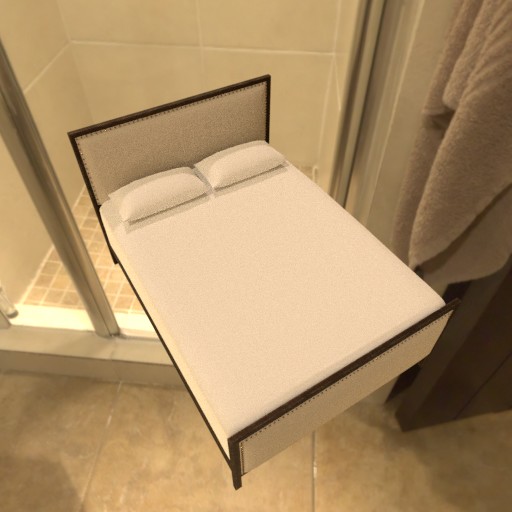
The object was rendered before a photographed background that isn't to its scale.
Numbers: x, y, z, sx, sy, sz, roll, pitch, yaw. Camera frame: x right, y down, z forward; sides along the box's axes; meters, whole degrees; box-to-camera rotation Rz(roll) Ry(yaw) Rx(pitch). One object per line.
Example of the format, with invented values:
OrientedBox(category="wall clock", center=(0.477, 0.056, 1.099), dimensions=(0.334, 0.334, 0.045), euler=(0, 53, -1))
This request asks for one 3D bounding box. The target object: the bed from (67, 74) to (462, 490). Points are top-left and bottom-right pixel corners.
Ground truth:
OrientedBox(category="bed", center=(0.000, 0.000, 3.102), dimensions=(1.607, 1.313, 2.221), euler=(-25, 52, -21))
